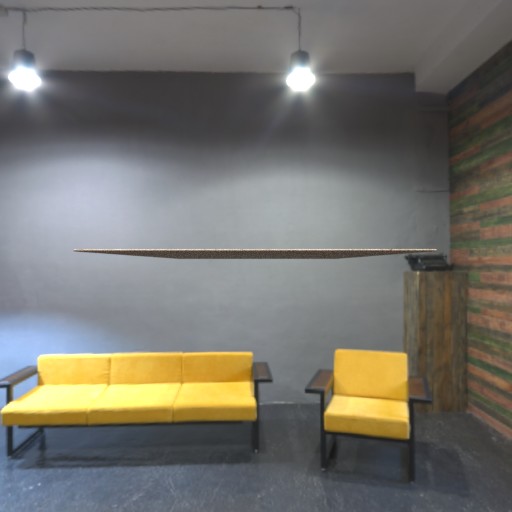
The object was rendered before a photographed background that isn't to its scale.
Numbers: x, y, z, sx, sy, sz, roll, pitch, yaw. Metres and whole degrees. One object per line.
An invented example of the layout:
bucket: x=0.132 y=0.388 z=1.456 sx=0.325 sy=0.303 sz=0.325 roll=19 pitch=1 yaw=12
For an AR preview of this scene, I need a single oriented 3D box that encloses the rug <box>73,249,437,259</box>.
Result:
rug: x=0.000 y=0.000 z=3.052 sx=1.529 sy=0.009 sz=2.446 roll=0 pitch=-1 yaw=1
